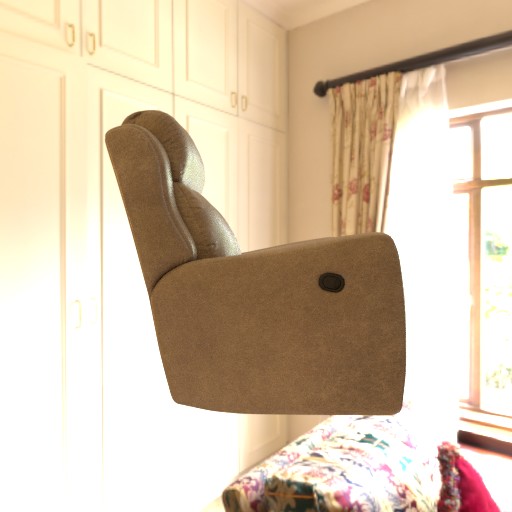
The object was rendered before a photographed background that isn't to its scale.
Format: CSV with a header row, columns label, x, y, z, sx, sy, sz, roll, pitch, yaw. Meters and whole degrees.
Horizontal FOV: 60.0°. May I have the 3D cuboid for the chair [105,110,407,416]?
label,x,y,z,sx,sy,sz,roll,pitch,yaw
chair,0.000,0.000,1.964,1.068,1.116,0.965,0,1,0
